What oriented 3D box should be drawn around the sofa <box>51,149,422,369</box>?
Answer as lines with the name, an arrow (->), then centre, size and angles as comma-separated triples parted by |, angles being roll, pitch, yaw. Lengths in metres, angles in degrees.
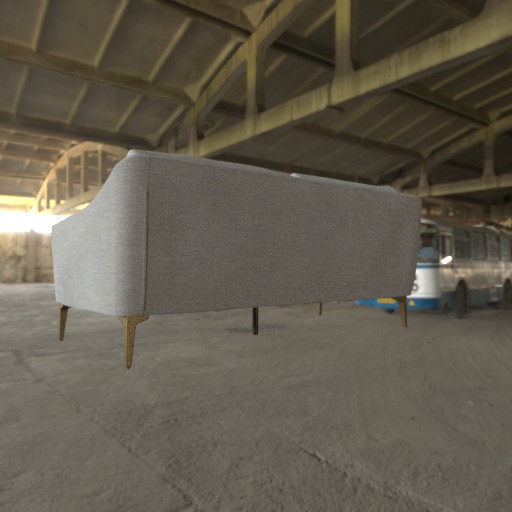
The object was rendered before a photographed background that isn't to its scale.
sofa -> 0.000, 0.000, 2.572 | 2.036, 0.913, 0.980 | 1, -1, -37
